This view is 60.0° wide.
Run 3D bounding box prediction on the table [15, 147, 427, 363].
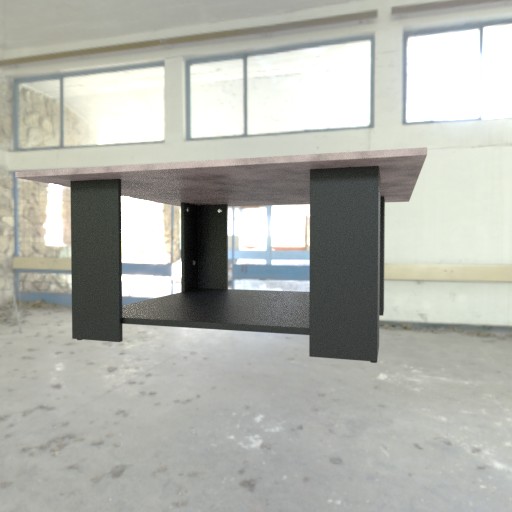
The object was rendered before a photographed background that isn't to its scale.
[{"bbox_3d":[0.000,0.000,0.995,0.670,0.305,0.670,0,2,17],"label":"table"}]
